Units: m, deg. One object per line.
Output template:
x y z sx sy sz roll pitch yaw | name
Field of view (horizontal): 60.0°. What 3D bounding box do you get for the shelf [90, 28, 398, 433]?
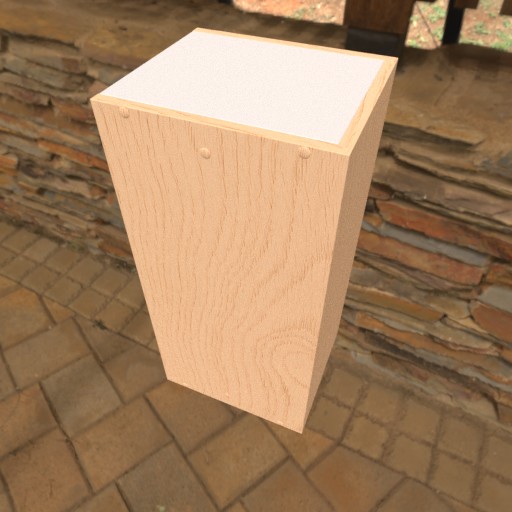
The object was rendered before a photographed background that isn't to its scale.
0.000 0.000 0.737 0.290 0.600 0.250 17 47 16 | shelf
